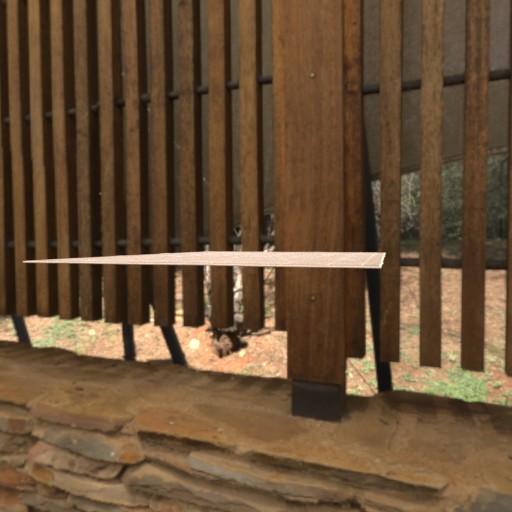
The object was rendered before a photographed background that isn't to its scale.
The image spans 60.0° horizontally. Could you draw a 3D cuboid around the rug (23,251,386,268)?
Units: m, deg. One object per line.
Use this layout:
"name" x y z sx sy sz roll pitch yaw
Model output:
"rug" 0.000 0.000 4.382 2.449 0.019 3.357 1 2 17
